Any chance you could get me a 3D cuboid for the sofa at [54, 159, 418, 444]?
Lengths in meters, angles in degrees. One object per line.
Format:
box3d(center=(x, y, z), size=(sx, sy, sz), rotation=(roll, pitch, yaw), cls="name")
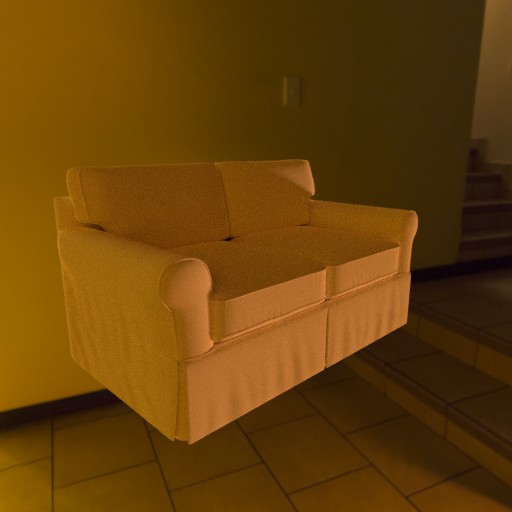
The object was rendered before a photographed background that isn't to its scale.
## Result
box3d(center=(0.000, 0.000, 2.307), size=(1.727, 0.940, 0.991), rotation=(-13, 19, -43), cls="sofa")
